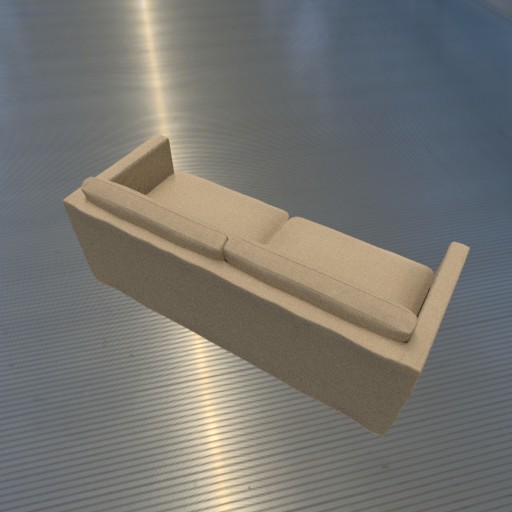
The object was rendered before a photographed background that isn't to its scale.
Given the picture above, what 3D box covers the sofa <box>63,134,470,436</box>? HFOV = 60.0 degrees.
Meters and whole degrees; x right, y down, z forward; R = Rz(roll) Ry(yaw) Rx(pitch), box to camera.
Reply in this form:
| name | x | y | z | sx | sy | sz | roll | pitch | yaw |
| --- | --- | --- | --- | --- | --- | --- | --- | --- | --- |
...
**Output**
| name | x | y | z | sx | sy | sz | roll | pitch | yaw |
| --- | --- | --- | --- | --- | --- | --- | --- | --- | --- |
| sofa | 0.000 | 0.000 | 2.836 | 2.312 | 0.853 | 0.962 | 24 | 51 | 21 |
